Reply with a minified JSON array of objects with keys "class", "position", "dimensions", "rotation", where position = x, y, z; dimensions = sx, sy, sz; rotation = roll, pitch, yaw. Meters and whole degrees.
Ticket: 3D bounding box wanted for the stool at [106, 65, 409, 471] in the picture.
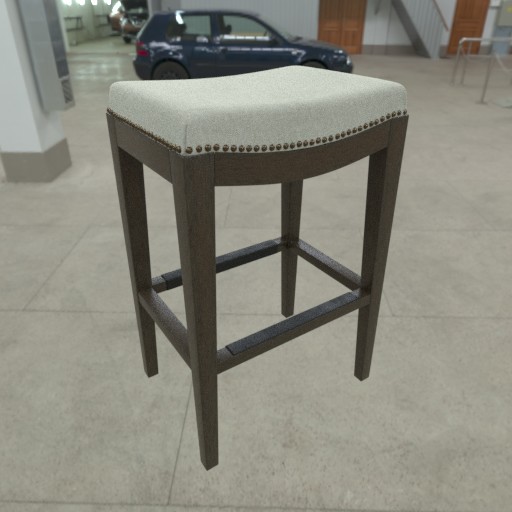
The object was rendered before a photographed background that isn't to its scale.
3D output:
[{"class":"stool","position":[0.000,0.000,1.022],"dimensions":[0.498,0.759,0.358],"rotation":[-19,35,-29]}]
